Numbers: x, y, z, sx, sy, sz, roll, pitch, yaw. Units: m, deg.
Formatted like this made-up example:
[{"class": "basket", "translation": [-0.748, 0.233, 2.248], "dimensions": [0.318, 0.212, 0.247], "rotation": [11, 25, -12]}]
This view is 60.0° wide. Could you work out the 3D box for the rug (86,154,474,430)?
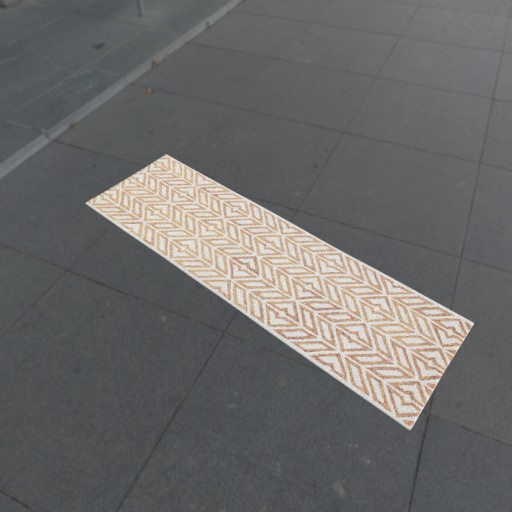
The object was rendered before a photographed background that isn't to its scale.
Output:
[{"class": "rug", "translation": [0.000, 0.000, 2.720], "dimensions": [2.435, 0.009, 0.750], "rotation": [32, 55, 26]}]
